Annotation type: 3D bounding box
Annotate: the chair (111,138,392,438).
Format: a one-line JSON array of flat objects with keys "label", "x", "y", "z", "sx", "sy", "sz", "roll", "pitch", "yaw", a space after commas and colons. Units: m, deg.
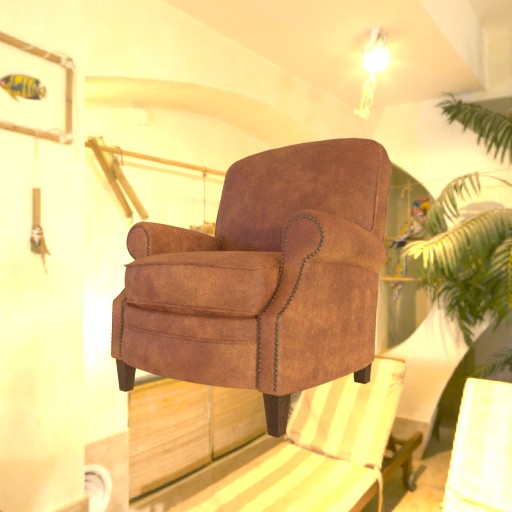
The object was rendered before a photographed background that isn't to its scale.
[{"label": "chair", "x": 0.000, "y": 0.000, "z": 1.759, "sx": 0.936, "sy": 1.018, "sz": 0.986, "roll": 0, "pitch": 0, "yaw": 37}]
